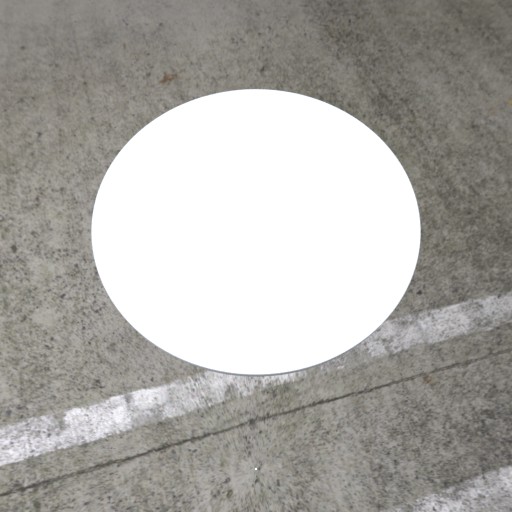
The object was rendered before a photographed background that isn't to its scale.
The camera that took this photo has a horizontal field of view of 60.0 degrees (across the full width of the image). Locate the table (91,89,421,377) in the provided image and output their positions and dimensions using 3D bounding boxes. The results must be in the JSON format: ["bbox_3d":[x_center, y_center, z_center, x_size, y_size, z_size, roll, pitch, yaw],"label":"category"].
[{"bbox_3d":[0.000,0.000,0.997,0.600,0.400,0.600,0,64,0],"label":"table"}]
